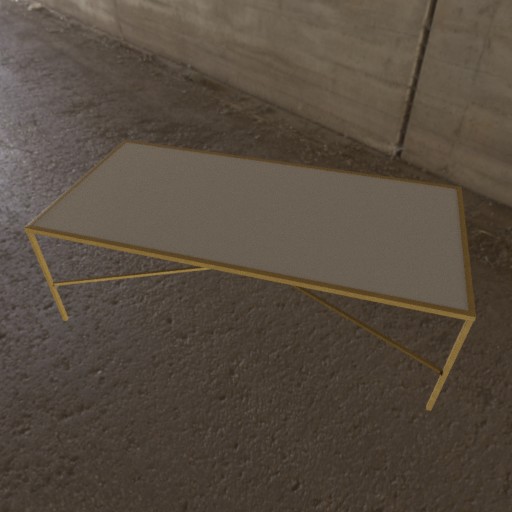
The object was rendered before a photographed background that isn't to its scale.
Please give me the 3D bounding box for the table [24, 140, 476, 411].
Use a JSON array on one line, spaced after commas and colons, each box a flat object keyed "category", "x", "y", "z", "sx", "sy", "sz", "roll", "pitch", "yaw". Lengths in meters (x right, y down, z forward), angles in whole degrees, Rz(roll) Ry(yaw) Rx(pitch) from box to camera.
[{"category": "table", "x": 0.000, "y": 0.000, "z": 1.471, "sx": 1.206, "sy": 0.398, "sz": 0.580, "roll": 11, "pitch": 42, "yaw": 12}]
